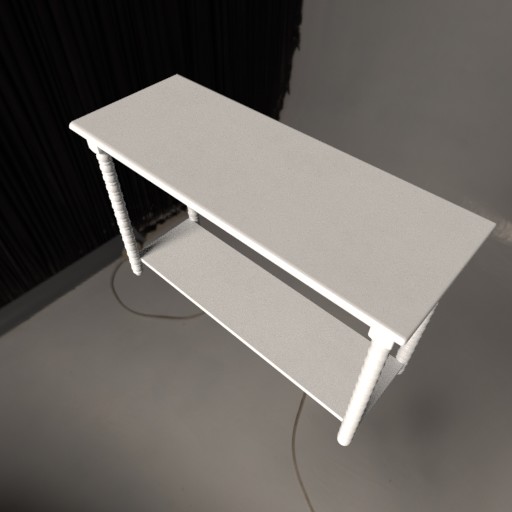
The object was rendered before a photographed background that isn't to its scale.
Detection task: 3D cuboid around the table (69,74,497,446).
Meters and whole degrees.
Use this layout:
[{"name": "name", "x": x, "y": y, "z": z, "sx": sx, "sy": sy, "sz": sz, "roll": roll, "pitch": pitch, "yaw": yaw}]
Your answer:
[{"name": "table", "x": 0.000, "y": 0.000, "z": 1.505, "sx": 1.184, "sy": 0.740, "sz": 0.459, "roll": 34, "pitch": 56, "yaw": 27}]
